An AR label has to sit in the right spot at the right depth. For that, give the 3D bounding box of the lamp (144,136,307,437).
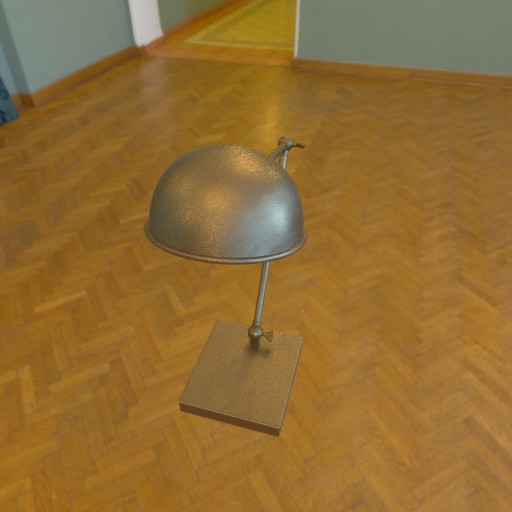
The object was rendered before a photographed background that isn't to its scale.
[{"bbox_3d":[0.000,0.000,0.553,0.149,0.371,0.339,10,40,12],"label":"lamp"}]
